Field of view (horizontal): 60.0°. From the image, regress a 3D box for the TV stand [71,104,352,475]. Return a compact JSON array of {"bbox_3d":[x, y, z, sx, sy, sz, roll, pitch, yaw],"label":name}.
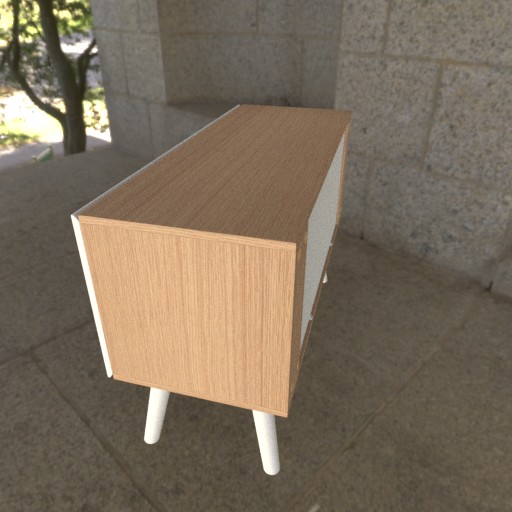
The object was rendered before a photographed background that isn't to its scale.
[{"bbox_3d":[0.000,0.000,1.315,0.407,0.660,0.991,8,31,13],"label":"TV stand"}]
